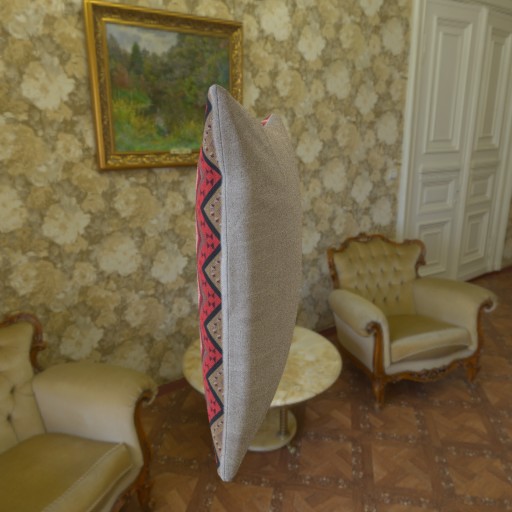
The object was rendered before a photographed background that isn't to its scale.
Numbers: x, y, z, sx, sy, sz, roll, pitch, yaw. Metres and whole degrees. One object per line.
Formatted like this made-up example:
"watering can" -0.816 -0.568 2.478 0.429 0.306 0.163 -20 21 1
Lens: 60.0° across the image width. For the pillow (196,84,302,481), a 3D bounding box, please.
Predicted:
"pillow" 0.000 0.000 0.778 0.158 0.511 0.513 2 15 9
